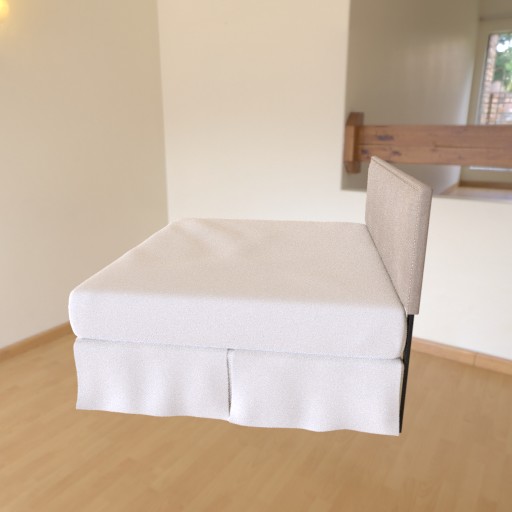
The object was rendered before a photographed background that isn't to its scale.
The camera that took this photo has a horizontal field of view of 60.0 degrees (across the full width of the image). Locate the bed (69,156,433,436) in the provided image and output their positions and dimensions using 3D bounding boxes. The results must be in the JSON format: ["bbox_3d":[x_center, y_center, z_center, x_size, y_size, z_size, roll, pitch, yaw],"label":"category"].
[{"bbox_3d":[0.000,0.000,3.313,1.914,1.346,2.170,2,17,8],"label":"bed"}]
